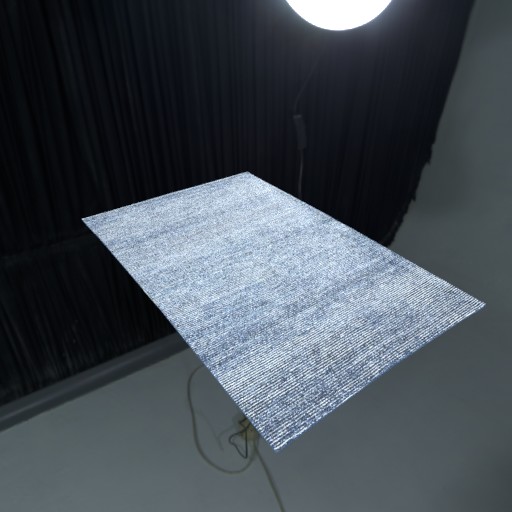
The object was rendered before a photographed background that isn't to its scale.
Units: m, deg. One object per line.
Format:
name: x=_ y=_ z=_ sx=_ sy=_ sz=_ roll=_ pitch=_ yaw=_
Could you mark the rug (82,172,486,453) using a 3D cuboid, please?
rug: x=0.000 y=0.000 z=2.214 sx=1.159 sy=0.025 sz=1.793 roll=-22 pitch=39 yaw=-29
